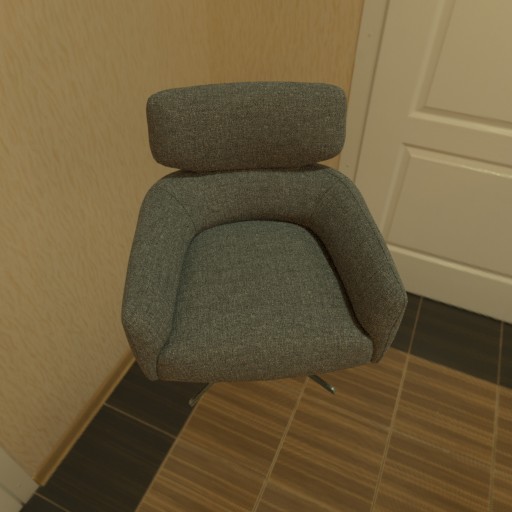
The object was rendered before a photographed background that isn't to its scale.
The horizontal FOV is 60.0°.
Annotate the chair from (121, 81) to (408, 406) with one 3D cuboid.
[{"bbox_3d":[0.000,0.000,1.356,0.706,0.812,0.715,-4,45,-4],"label":"chair"}]
